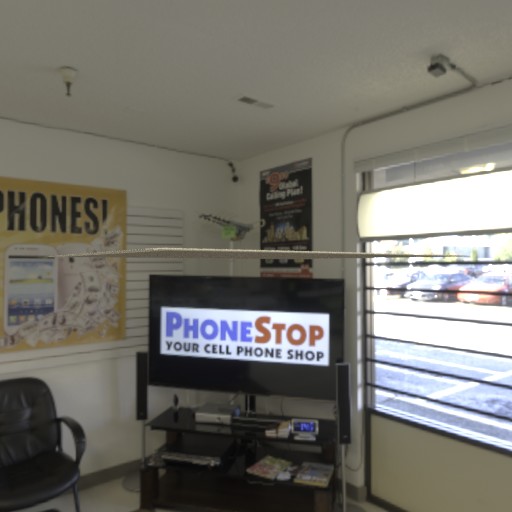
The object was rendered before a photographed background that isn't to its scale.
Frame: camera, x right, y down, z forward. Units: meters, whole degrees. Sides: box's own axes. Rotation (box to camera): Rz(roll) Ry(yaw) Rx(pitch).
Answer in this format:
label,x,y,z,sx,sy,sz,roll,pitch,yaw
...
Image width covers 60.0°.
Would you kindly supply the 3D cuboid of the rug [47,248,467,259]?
label,x,y,z,sx,sy,sz,roll,pitch,yaw
rug,0.000,0.000,3.829,2.910,0.013,2.256,1,-1,-36
